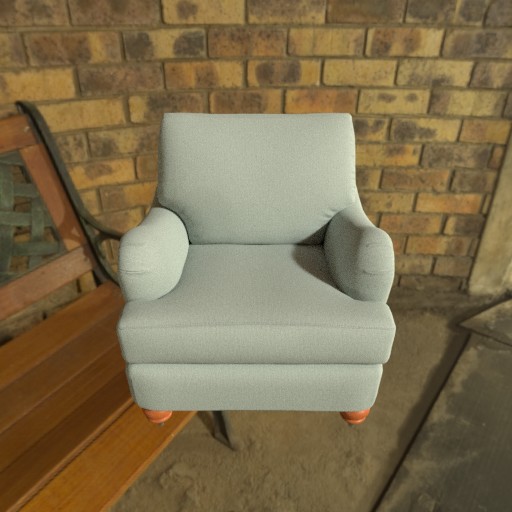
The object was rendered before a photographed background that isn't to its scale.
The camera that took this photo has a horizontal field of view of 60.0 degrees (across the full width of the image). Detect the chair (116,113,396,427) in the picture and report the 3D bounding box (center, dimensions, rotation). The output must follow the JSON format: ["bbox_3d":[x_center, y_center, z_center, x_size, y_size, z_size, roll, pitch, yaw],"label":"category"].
[{"bbox_3d":[0.000,0.000,1.853,0.955,1.038,1.070,0,30,0],"label":"chair"}]
